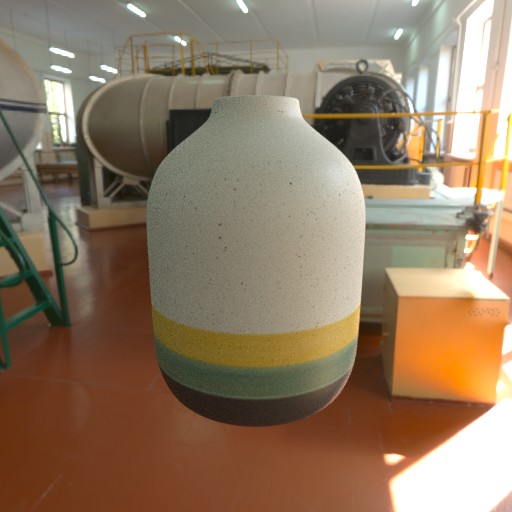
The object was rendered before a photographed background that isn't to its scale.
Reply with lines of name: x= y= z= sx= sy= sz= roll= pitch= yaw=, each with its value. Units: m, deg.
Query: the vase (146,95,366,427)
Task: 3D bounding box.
vase: x=0.000 y=0.000 z=0.359 sx=0.169 sy=0.240 sz=0.169 roll=0 pitch=15 yaw=0
